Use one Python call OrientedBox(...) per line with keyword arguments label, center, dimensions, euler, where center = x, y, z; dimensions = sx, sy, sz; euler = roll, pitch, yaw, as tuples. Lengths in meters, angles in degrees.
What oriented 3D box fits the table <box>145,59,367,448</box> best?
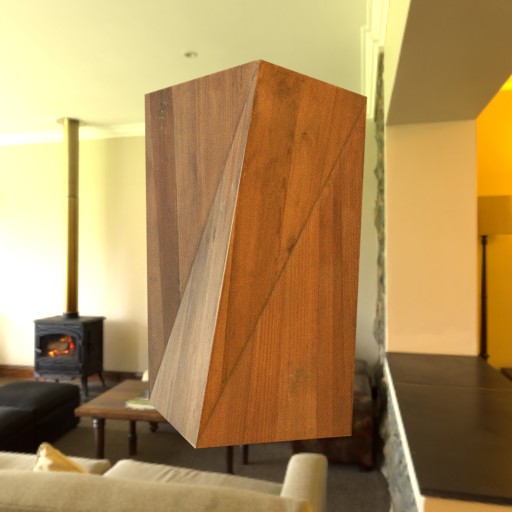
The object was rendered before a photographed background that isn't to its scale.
OrientedBox(label="table", center=(0.000, 0.000, 0.901), dimensions=(0.425, 0.604, 0.441), euler=(0, -1, -36))
